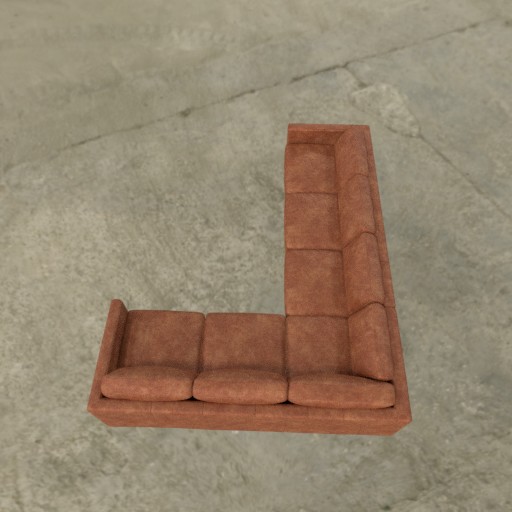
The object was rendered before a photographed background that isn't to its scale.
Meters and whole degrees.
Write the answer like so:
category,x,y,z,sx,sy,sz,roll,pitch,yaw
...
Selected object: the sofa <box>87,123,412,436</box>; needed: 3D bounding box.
category,x,y,z,sx,sy,sz,roll,pitch,yaw
sofa,0.000,0.000,4.332,2.438,0.838,3.167,2,58,1
